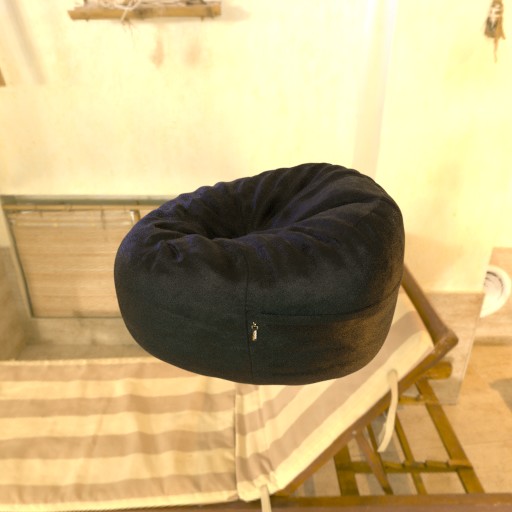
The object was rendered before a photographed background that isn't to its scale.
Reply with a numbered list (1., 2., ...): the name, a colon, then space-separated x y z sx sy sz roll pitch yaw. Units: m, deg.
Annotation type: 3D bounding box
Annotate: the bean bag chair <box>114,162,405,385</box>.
1. bean bag chair: 0.000 0.000 2.475 1.524 0.878 1.524 -1 26 -1
